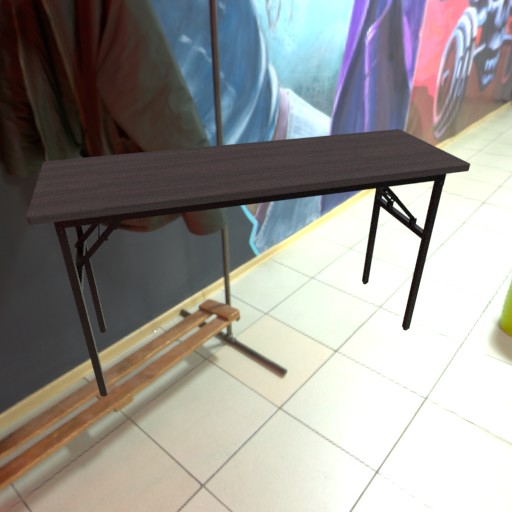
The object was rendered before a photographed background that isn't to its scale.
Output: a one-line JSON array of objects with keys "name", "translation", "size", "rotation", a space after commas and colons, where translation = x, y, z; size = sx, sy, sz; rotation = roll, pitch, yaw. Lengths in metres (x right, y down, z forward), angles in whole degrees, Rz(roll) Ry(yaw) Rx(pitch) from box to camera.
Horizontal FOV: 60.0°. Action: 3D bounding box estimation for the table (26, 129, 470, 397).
[{"name": "table", "translation": [0.000, 0.000, 1.716], "size": [1.399, 0.750, 0.449], "rotation": [-9, 33, -14]}]
